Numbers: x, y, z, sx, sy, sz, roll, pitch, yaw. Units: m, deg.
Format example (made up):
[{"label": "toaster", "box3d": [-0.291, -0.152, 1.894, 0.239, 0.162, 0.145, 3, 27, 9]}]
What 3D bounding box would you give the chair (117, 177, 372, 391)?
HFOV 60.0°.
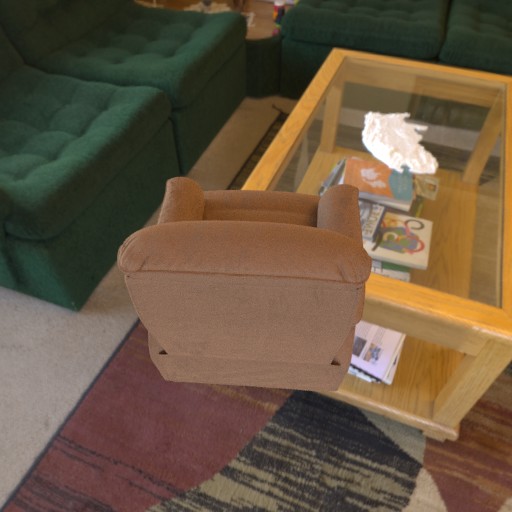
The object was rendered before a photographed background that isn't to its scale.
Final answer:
[{"label": "chair", "box3d": [0.000, 0.000, 1.694, 0.820, 1.037, 1.004, 3, 47, 3]}]
